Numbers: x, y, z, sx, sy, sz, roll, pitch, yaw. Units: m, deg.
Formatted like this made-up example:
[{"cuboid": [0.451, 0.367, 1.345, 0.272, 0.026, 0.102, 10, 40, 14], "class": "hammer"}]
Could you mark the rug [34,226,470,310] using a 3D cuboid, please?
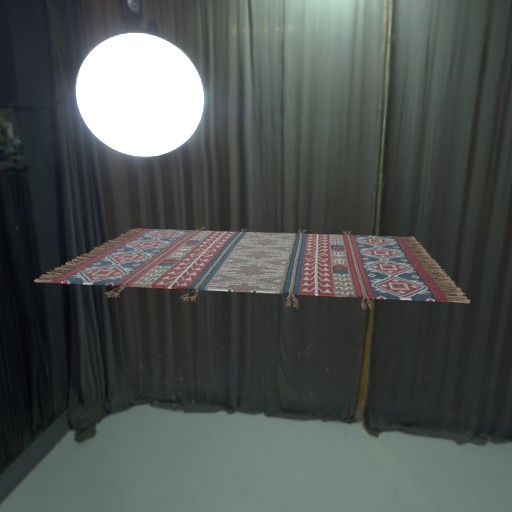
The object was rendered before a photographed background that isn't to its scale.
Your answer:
[{"cuboid": [0.000, 0.000, 2.583, 2.025, 0.040, 1.469, 2, 16, 8], "class": "rug"}]
